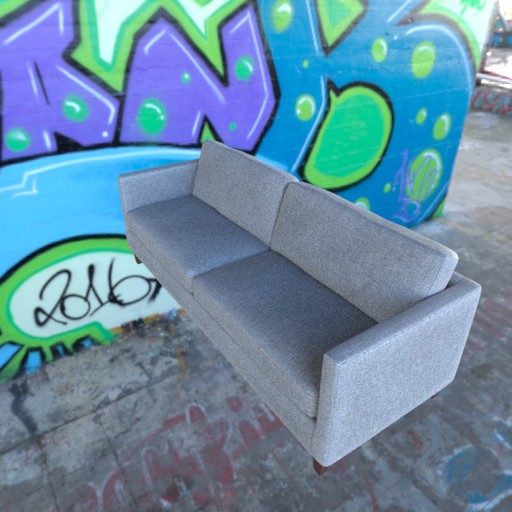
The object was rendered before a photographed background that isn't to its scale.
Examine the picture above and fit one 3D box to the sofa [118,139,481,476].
[{"bbox_3d":[0.000,0.000,2.827,0.948,0.951,2.434,-19,35,-29],"label":"sofa"}]
